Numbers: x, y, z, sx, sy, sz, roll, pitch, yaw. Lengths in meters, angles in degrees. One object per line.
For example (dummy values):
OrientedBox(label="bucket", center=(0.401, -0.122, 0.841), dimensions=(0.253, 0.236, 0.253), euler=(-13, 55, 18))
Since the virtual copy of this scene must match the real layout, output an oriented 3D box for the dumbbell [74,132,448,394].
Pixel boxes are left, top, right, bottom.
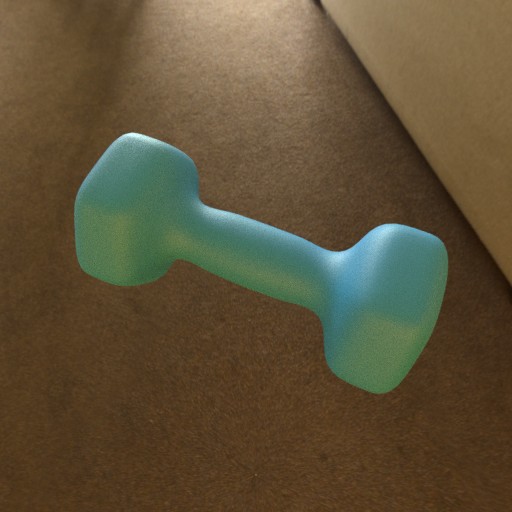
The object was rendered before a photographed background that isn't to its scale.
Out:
OrientedBox(label="dumbbell", center=(0.000, 0.000, 0.194), dimensions=(0.152, 0.066, 0.074), euler=(21, 66, 10))
